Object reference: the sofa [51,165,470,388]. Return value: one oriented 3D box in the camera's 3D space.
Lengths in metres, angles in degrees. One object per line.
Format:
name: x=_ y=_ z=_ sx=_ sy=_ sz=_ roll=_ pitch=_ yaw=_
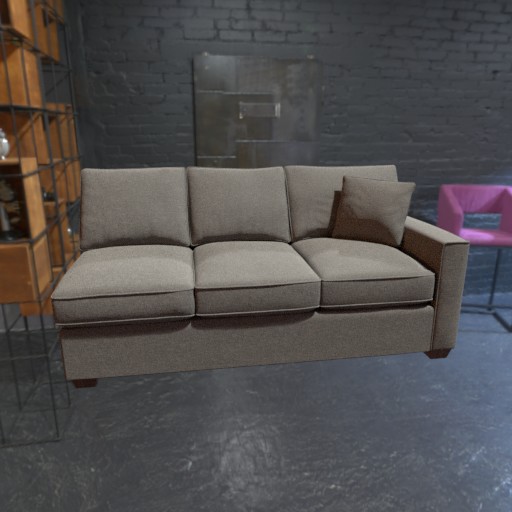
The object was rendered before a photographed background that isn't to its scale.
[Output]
sofa: x=0.000 y=0.000 z=2.501 sx=1.963 sy=0.946 sz=1.034 roll=-2 pitch=16 yaw=-8
